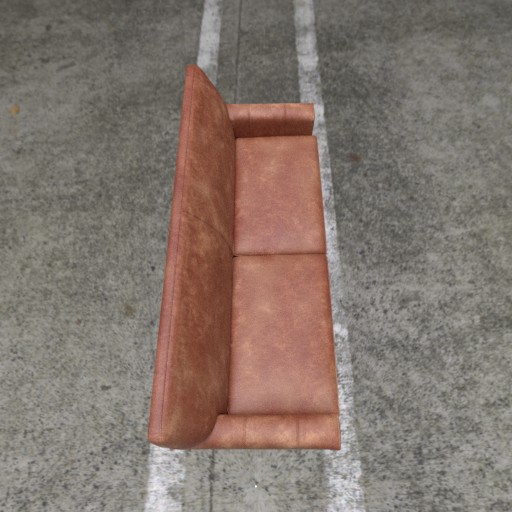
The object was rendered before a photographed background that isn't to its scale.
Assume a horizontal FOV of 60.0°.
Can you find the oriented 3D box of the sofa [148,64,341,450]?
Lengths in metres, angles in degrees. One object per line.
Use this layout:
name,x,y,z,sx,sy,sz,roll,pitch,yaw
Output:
sofa,0.000,0.000,2.512,0.805,0.947,2.053,0,63,0
